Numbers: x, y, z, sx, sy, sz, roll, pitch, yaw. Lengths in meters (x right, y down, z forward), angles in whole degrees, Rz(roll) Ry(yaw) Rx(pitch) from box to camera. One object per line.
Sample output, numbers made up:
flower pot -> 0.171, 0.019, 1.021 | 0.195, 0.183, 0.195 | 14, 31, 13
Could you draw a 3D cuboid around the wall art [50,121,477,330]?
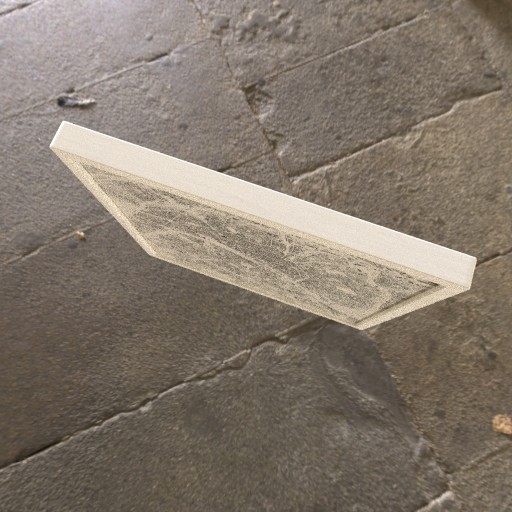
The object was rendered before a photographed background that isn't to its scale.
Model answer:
wall art -> 0.000, 0.000, 0.753 | 0.508, 0.508, 0.038 | 19, 76, 5
